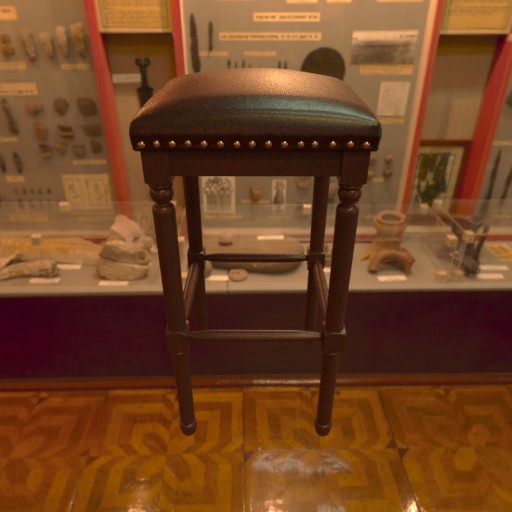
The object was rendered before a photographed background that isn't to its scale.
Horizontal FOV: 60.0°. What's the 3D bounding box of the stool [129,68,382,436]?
[{"bbox_3d":[0.000,0.000,0.987,0.383,0.768,0.382,0,30,0],"label":"stool"}]
